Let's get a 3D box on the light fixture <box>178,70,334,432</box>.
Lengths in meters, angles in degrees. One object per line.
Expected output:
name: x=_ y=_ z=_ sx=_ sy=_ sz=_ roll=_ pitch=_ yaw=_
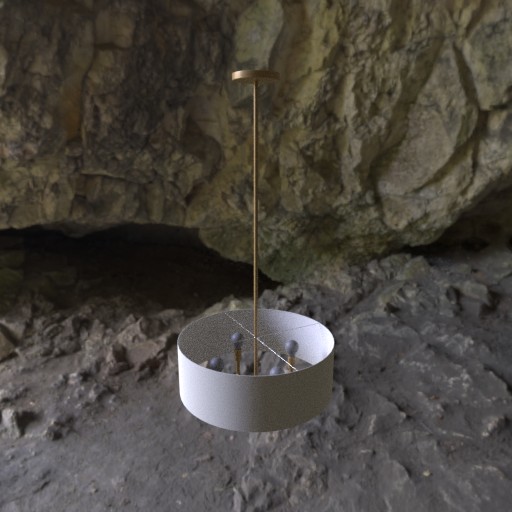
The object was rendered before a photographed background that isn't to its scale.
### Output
light fixture: x=0.000 y=0.000 z=1.388 sx=0.508 sy=1.067 sz=0.508 roll=0 pitch=14 yaw=0
